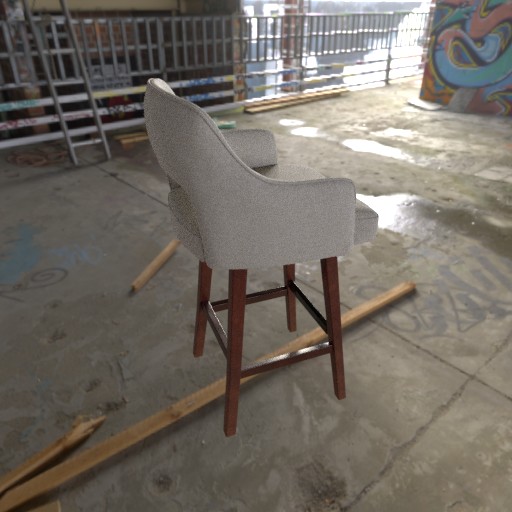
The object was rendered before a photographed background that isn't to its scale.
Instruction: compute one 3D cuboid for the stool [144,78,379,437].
[{"bbox_3d":[0.000,0.000,1.387,0.560,1.041,0.550,-11,32,-19],"label":"stool"}]
